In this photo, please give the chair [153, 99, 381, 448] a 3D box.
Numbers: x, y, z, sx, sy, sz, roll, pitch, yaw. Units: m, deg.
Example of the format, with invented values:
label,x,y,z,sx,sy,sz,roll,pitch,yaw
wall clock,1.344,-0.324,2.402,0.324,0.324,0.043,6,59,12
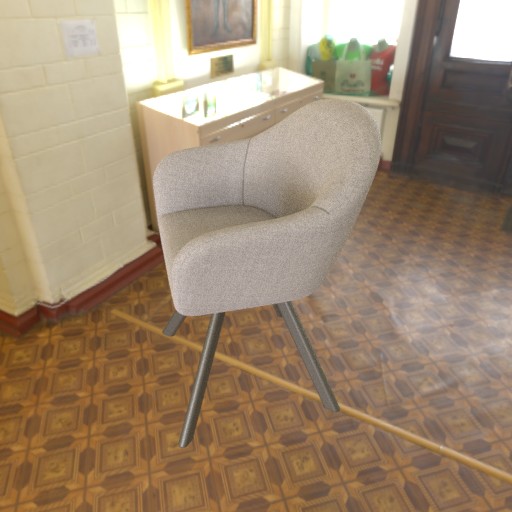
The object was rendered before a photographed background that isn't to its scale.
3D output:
label,x,y,z,sx,sy,sz,roll,pitch,yaw
chair,0.000,0.000,1.220,0.550,0.795,0.590,-8,31,-13
